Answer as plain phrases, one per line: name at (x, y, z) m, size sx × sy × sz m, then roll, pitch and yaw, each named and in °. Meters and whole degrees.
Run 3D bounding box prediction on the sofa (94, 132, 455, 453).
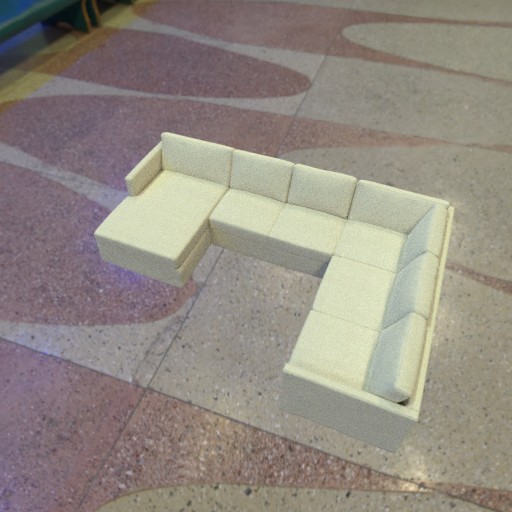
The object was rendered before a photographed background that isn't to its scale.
sofa at (0.000, 0.000, 4.452) m, size 3.464 × 0.882 × 2.448 m, roll 17°, pitch 50°, yaw 15°
